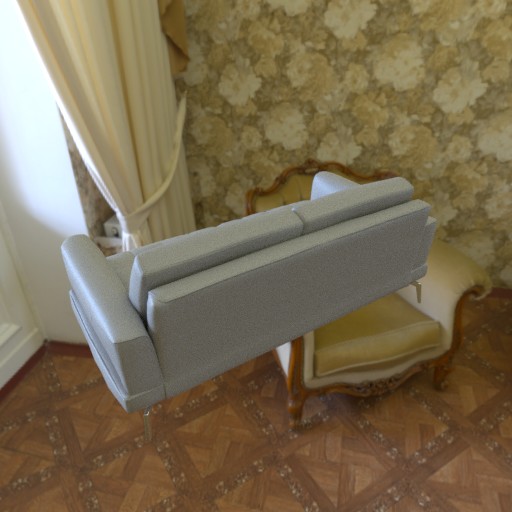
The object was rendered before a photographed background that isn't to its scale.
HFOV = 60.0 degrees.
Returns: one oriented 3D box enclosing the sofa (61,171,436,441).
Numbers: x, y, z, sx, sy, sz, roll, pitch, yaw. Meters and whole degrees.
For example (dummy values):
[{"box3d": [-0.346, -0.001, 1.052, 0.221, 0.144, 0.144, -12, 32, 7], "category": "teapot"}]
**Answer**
[{"box3d": [0.000, 0.000, 2.807, 2.177, 0.930, 1.121, -19, 36, -28], "category": "sofa"}]
